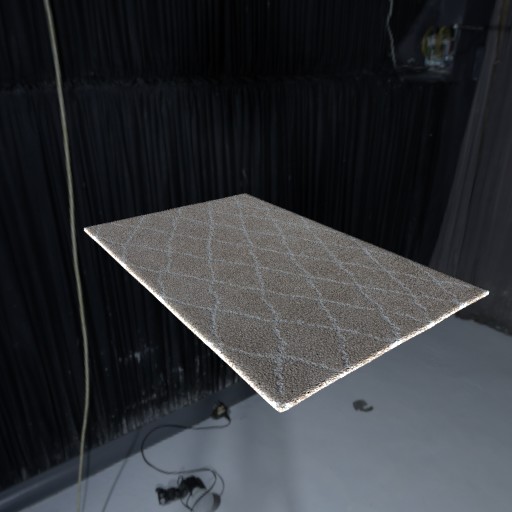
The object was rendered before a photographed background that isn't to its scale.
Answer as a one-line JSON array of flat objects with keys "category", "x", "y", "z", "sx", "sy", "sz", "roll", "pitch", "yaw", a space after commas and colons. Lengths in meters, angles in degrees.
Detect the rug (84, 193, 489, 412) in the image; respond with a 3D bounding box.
[{"category": "rug", "x": 0.000, "y": 0.000, "z": 3.415, "sx": 1.778, "sy": 0.030, "sz": 2.743, "roll": -17, "pitch": 30, "yaw": -33}]
